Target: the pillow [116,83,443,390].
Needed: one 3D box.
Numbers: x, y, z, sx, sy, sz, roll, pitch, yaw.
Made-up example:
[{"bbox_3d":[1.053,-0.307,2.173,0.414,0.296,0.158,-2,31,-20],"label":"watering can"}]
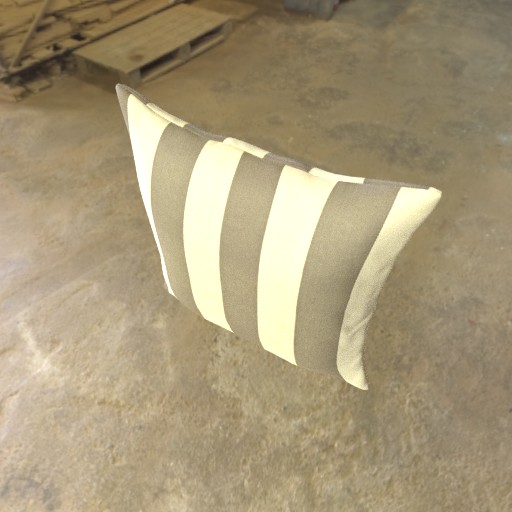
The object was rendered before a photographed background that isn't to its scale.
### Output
[{"bbox_3d":[0.000,0.000,0.794,0.522,0.507,0.192,24,52,21],"label":"pillow"}]
